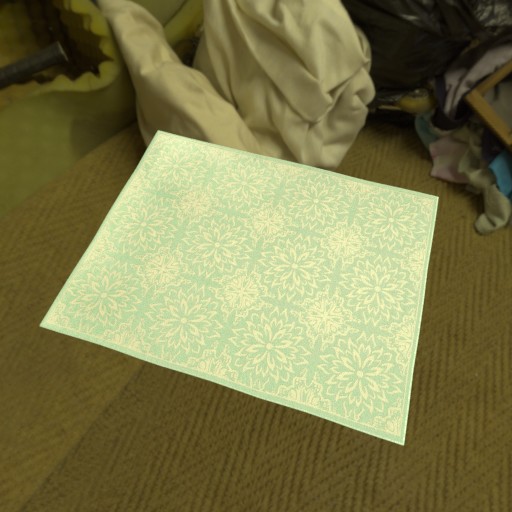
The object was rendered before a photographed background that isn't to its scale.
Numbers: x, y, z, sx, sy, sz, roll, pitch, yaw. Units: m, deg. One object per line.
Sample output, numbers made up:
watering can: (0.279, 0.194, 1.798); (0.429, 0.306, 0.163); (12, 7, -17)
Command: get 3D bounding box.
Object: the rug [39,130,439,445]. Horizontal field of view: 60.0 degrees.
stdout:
rug: (0.000, 0.000, 3.978); (2.980, 0.012, 2.363); (15, 60, 9)
